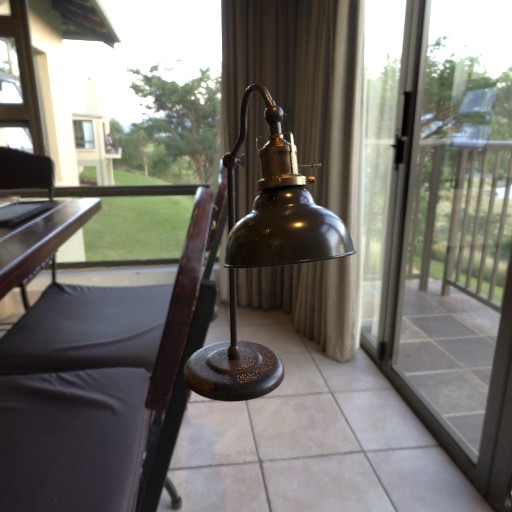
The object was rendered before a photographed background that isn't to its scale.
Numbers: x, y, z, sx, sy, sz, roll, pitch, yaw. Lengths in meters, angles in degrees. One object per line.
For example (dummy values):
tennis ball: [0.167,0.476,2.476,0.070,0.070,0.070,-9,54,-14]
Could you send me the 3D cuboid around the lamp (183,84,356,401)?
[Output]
lamp: [0.000,0.000,0.698,0.192,0.508,0.374,-8,18,-26]
